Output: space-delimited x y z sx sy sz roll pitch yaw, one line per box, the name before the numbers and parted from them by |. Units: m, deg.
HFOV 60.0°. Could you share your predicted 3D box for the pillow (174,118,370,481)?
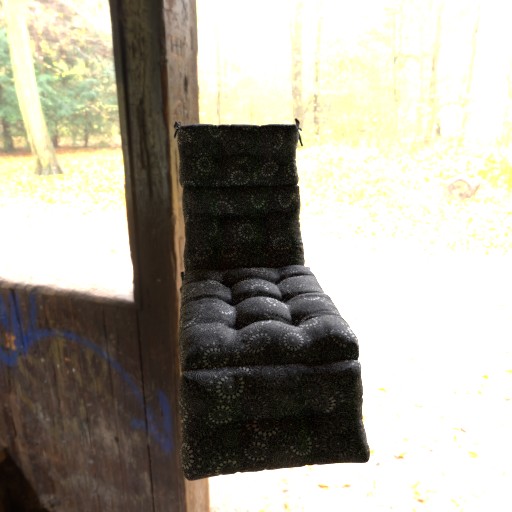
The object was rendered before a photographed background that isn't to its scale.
pillow | 0.000 0.000 1.456 0.526 0.863 1.016 -2 18 -7
